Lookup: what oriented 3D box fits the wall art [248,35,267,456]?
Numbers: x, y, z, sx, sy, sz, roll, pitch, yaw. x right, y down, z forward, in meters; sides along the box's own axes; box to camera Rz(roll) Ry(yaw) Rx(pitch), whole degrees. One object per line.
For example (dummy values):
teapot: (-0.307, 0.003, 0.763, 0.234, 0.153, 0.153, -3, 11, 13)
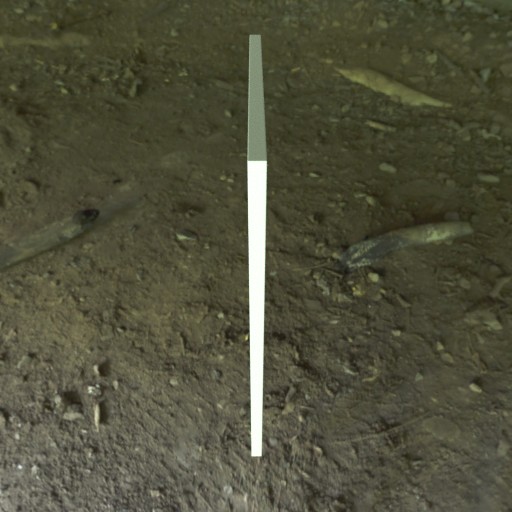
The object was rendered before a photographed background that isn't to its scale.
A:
wall art: (0.000, 0.000, 0.554, 0.013, 0.433, 0.303, 0, 41, 0)
